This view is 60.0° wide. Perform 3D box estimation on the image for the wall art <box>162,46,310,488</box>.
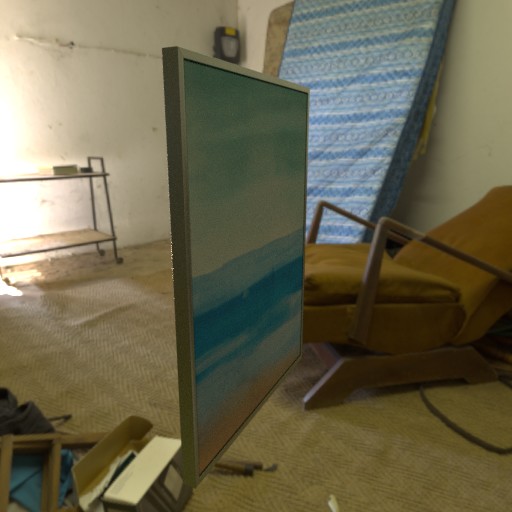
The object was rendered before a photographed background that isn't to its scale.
[{"bbox_3d":[0.000,0.000,1.382,0.041,1.062,0.803,7,16,25],"label":"wall art"}]
